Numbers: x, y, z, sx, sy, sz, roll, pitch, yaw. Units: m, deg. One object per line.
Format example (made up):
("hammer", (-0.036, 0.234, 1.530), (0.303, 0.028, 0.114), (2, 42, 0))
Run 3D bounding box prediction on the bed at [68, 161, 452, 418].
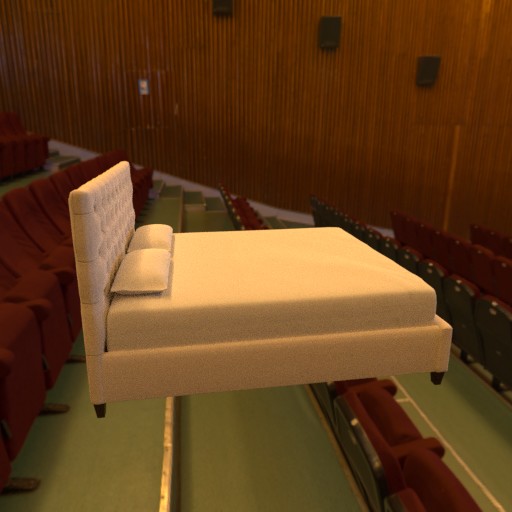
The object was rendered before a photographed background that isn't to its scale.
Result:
("bed", (0.000, 0.000, 3.694), (2.387, 1.427, 2.078), (-3, 17, -9))
